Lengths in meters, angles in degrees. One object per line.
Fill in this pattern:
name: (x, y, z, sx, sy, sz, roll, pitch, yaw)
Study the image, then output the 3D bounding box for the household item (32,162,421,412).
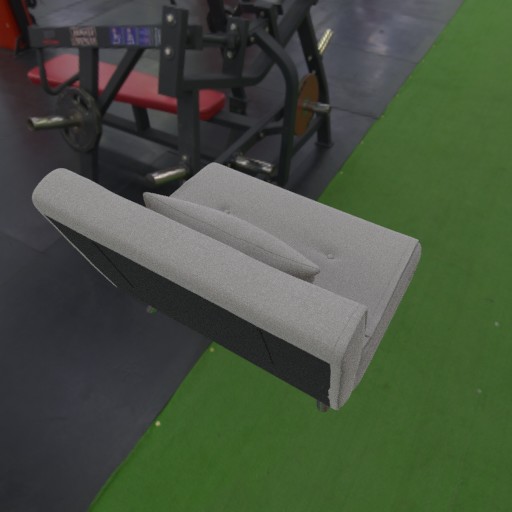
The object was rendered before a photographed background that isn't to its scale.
household item: (0.000, 0.000, 1.596, 1.000, 0.800, 0.874, 25, 51, 21)
